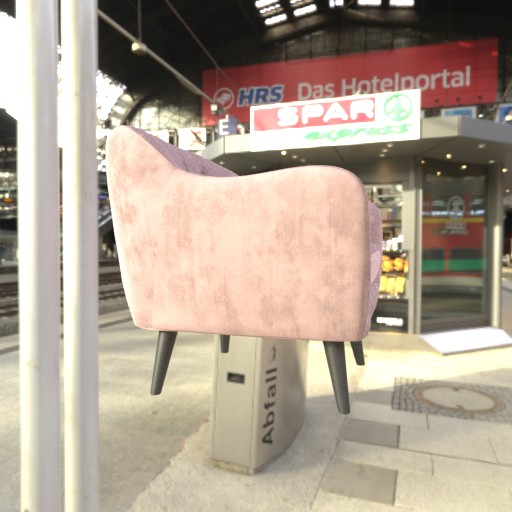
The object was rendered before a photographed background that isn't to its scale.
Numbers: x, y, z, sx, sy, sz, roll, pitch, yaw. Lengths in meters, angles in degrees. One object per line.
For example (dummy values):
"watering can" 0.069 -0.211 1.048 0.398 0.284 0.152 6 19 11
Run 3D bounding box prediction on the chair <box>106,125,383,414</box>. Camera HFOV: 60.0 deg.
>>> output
"chair" 0.000 0.000 1.515 0.820 0.820 0.840 0 1 18
